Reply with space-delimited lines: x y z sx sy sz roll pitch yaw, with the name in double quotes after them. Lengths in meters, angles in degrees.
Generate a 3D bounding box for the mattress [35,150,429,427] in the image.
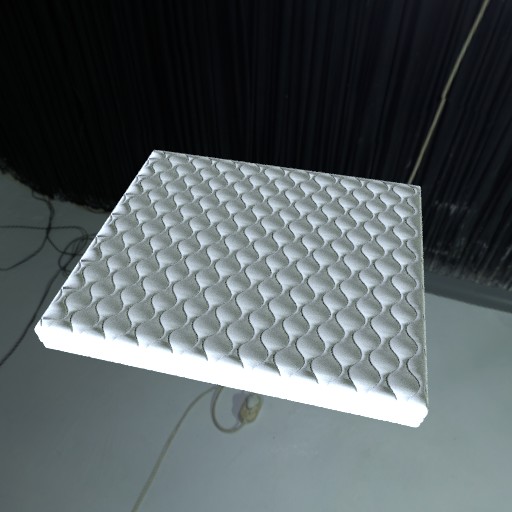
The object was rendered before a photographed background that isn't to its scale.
0.000 0.000 2.627 1.900 0.200 1.600 10 48 9 "mattress"
